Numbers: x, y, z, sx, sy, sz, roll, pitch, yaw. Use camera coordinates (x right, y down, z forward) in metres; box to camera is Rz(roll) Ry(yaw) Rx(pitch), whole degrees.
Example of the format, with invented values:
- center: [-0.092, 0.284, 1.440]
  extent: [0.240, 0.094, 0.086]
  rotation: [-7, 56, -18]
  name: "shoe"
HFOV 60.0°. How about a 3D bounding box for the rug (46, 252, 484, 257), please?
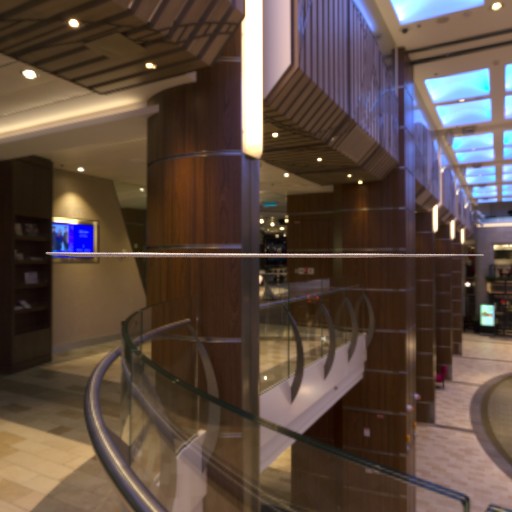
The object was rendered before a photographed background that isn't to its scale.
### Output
- center: [0.000, 0.000, 3.072]
  extent: [2.442, 0.016, 1.527]
  rotation: [0, -1, -17]
  name: "rug"
